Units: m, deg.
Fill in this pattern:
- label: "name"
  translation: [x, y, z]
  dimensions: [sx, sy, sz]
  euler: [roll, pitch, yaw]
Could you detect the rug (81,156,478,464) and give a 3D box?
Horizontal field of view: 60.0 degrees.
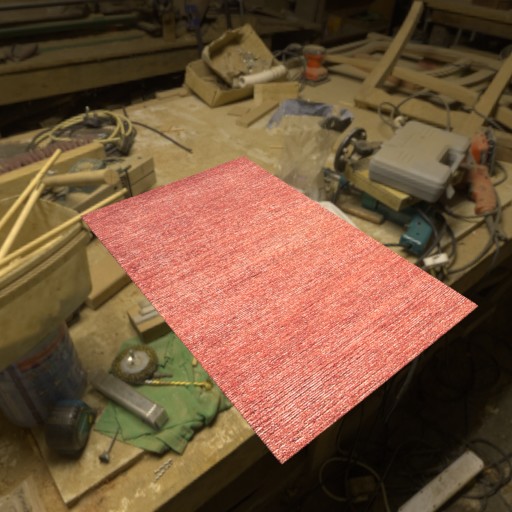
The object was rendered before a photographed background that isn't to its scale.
- label: "rug"
  translation: [0.000, 0.000, 2.219]
  dimensions: [1.139, 0.011, 1.747]
  euler: [-27, 47, -28]
